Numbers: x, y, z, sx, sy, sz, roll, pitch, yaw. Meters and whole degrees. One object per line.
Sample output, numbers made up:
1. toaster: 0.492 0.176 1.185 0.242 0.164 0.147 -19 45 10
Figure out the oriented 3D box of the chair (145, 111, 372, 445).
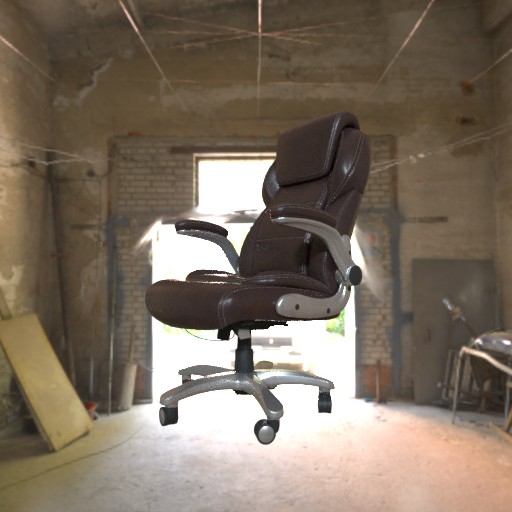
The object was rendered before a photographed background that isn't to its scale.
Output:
1. chair: 0.000 0.000 1.700 0.774 1.160 0.733 1 -1 -36
